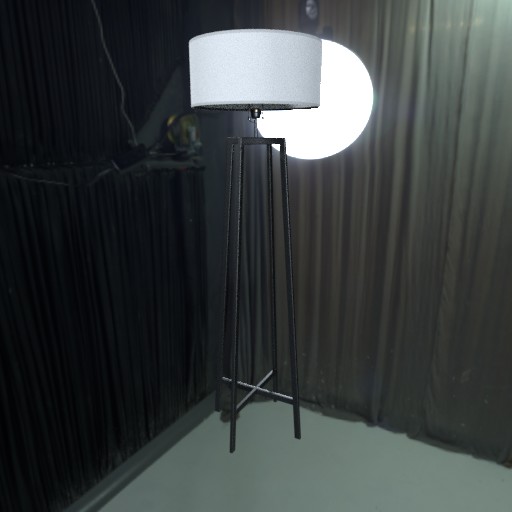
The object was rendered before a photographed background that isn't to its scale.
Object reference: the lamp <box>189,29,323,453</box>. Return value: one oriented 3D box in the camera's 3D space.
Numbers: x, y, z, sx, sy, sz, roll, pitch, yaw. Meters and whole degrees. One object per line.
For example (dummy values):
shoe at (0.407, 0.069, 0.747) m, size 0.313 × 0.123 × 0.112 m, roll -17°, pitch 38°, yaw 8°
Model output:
lamp at (0.000, 0.000, 1.725) m, size 0.457 × 1.510 × 0.456 m, roll 8°, pitch 17°, yaw 27°
